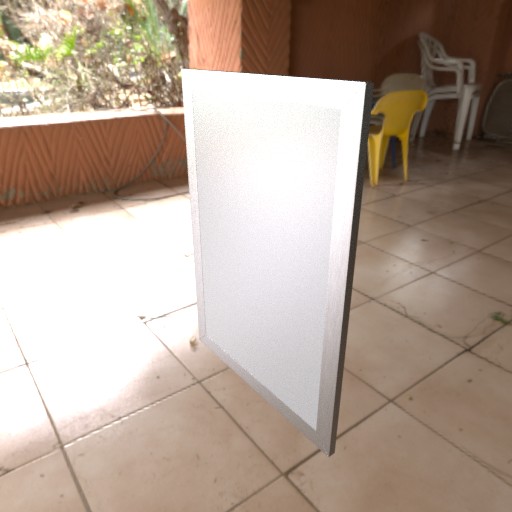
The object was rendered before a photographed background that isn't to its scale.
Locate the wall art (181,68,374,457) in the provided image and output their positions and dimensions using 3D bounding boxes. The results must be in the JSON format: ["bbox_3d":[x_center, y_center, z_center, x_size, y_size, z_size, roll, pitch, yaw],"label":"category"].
[{"bbox_3d":[0.000,0.000,0.694,0.013,0.529,0.376,-18,31,-34],"label":"wall art"}]
